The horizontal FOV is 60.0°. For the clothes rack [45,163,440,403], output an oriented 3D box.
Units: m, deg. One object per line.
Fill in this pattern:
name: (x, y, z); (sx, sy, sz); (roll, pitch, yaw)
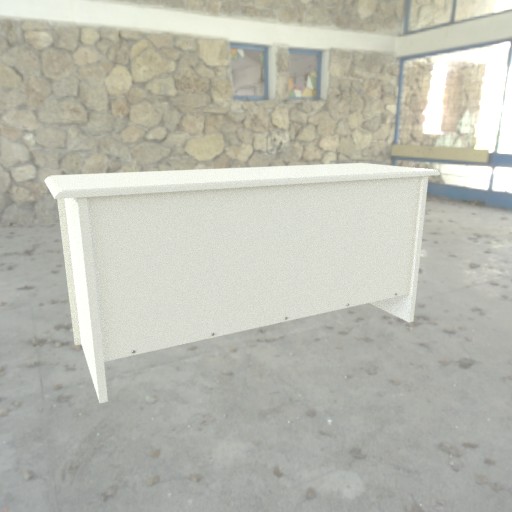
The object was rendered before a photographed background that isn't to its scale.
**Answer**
clothes rack: (0.000, 0.000, 1.497); (1.218, 0.558, 0.405); (-8, 18, -26)
